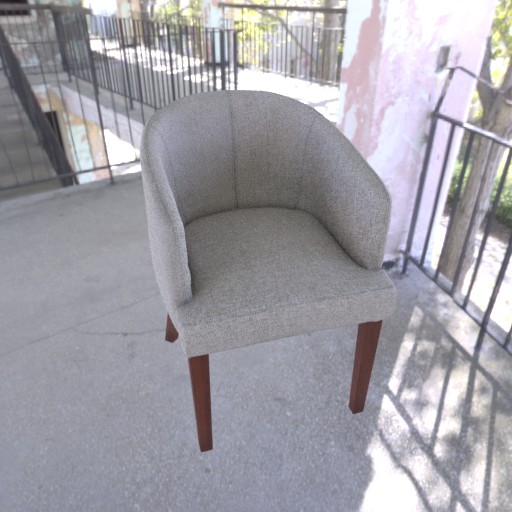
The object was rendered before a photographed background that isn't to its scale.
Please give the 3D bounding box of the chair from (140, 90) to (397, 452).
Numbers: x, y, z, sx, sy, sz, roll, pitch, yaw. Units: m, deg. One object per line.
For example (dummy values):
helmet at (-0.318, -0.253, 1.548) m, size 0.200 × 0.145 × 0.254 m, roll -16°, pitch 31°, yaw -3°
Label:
chair at (0.000, 0.000, 1.283) m, size 0.583 × 0.811 × 0.655 m, roll -9°, pitch 32°, yaw -14°
